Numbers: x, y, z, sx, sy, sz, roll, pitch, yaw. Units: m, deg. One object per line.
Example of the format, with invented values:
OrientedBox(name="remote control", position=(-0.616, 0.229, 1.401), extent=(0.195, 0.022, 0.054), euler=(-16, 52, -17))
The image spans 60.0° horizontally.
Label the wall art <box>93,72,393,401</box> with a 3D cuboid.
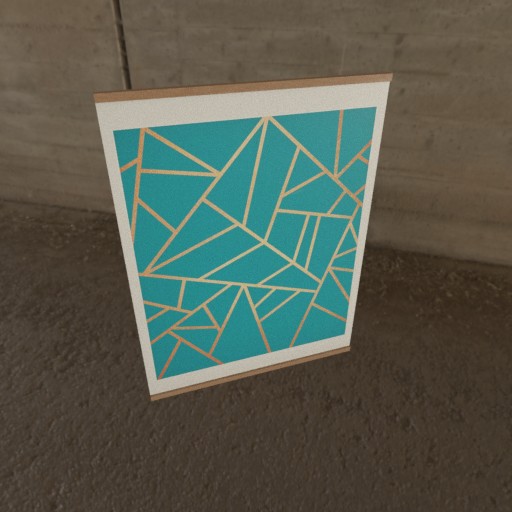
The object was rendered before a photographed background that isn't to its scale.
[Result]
OrientedBox(name="wall art", position=(0.000, 0.000, 0.816), extent=(0.459, 0.608, 0.012), euler=(-10, 34, -16))
